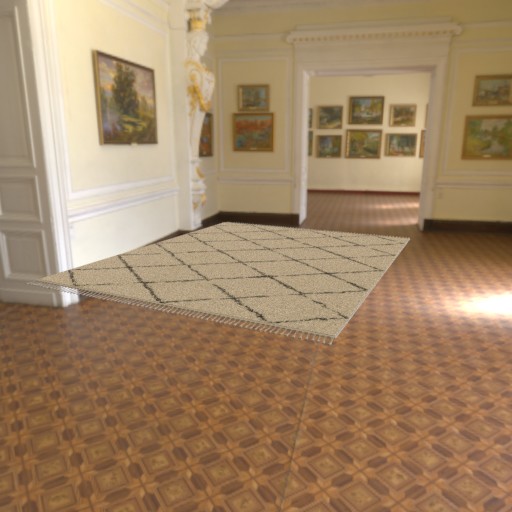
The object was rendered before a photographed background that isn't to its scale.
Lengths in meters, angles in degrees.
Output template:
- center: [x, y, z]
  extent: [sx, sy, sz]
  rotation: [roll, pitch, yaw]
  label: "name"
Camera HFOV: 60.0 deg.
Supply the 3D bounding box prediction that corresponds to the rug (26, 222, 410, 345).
- center: [0.000, 0.000, 4.158]
  extent: [2.380, 0.013, 3.051]
  rotation: [7, 16, 25]
  label: "rug"
